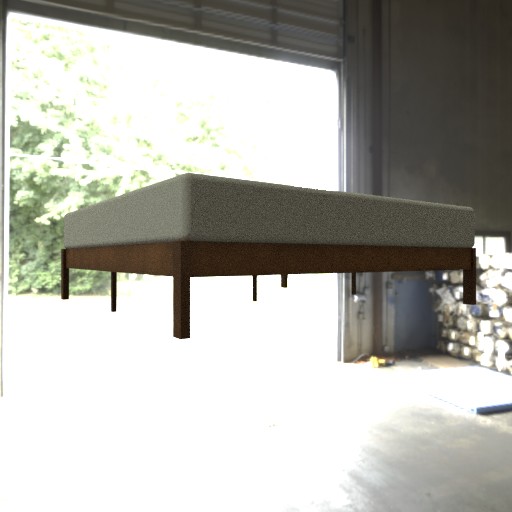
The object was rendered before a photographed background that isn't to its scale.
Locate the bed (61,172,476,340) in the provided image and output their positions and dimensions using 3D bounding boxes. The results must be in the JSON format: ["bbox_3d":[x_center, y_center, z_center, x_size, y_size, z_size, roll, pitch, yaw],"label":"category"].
[{"bbox_3d":[0.000,0.000,2.985,2.049,0.616,1.930,0,0,-36],"label":"bed"}]
